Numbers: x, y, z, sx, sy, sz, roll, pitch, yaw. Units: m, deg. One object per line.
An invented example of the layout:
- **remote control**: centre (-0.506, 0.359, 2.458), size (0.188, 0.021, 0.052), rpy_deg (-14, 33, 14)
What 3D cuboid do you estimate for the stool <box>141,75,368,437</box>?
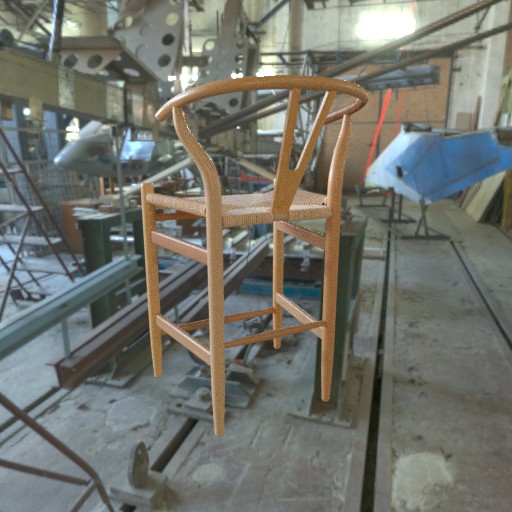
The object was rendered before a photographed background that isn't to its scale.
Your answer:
- **stool**: centre (0.000, 0.000, 1.306), size (0.536, 0.923, 0.575), rpy_deg (-7, 16, -27)
